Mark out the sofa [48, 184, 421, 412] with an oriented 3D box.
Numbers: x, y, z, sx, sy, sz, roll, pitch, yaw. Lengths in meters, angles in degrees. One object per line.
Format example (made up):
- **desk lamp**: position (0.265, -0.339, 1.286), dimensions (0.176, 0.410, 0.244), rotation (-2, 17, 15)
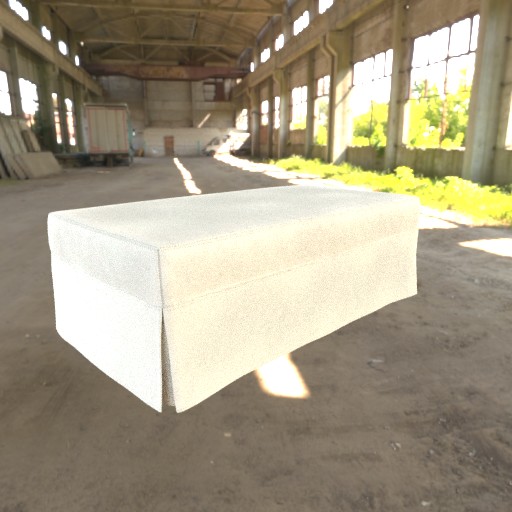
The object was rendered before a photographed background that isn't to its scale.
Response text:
- **sofa**: position (0.000, 0.000, 2.157), dimensions (1.677, 0.552, 0.939), rotation (-14, 20, -42)
